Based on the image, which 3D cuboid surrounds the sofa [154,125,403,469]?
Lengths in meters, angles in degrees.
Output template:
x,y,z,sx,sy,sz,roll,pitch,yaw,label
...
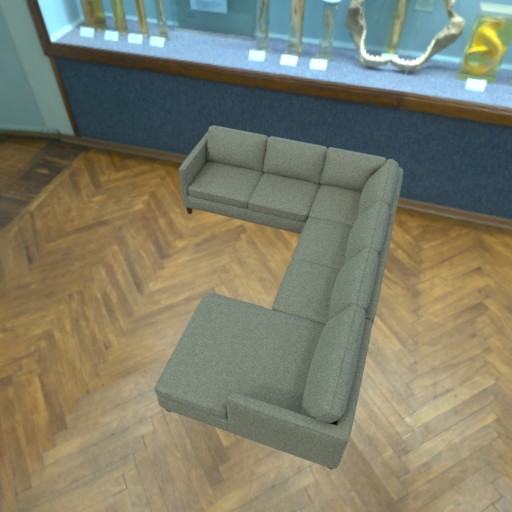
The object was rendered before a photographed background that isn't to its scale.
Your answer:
x,y,z,sx,sy,sz,roll,pitch,yaw,label
0.000,0.000,4.586,2.551,0.889,3.403,14,48,13,sofa
